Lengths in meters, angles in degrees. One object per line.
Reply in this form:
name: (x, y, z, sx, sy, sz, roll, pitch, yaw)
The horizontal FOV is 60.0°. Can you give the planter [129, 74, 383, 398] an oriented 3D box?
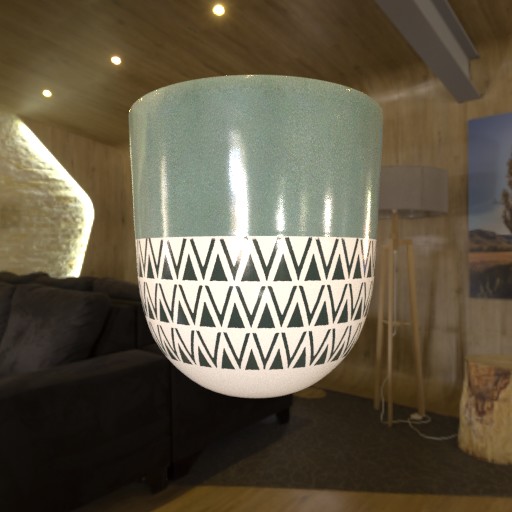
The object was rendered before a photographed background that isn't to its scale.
planter: (0.000, 0.000, 0.359, 0.198, 0.214, 0.198, 0, 0, 0)
